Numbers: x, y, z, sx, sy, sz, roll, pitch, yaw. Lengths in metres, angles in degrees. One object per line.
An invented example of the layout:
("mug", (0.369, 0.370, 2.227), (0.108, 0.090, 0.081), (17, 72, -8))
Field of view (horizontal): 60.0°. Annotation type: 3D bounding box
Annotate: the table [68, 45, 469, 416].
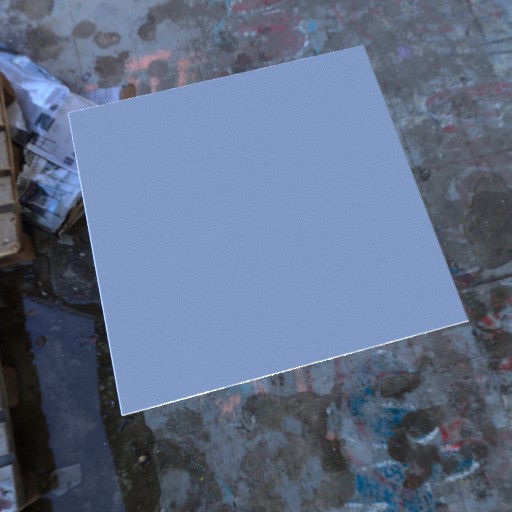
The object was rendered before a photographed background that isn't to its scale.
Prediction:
("table", (0.000, 0.000, 0.790), (0.420, 0.470, 0.400), (-14, 76, -4))
